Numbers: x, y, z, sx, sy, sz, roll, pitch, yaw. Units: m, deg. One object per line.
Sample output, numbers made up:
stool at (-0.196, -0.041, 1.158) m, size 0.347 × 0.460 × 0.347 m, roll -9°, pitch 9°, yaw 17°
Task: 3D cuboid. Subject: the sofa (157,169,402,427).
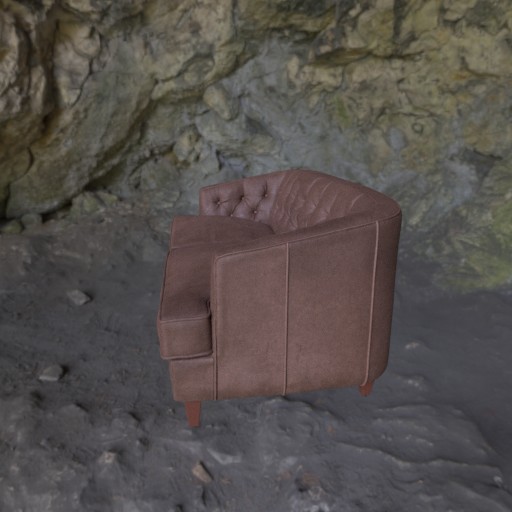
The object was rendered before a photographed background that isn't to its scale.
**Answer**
sofa at (0.000, 0.000, 2.294) m, size 0.917 × 0.799 × 1.767 m, roll -2°, pitch 16°, yaw -8°
